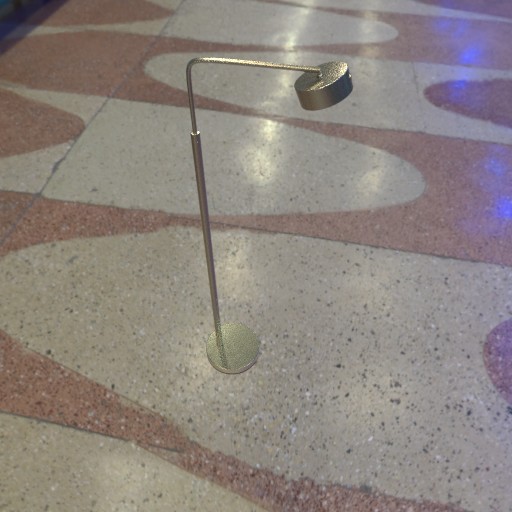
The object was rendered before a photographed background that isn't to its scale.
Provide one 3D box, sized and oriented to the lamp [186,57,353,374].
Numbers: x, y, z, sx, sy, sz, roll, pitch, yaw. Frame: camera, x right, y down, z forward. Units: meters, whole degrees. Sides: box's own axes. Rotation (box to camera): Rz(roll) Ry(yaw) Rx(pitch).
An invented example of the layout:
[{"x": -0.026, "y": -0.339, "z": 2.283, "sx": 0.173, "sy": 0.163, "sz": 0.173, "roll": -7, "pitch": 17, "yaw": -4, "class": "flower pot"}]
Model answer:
[{"x": 0.000, "y": 0.000, "z": 1.405, "sx": 0.421, "sy": 1.250, "sz": 0.222, "roll": 9, "pitch": 49, "yaw": 8, "class": "lamp"}]
